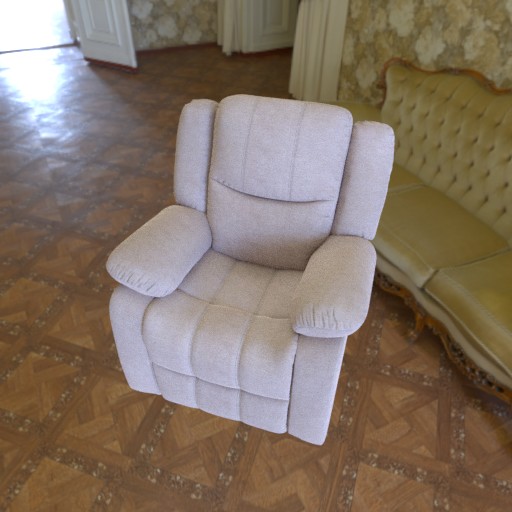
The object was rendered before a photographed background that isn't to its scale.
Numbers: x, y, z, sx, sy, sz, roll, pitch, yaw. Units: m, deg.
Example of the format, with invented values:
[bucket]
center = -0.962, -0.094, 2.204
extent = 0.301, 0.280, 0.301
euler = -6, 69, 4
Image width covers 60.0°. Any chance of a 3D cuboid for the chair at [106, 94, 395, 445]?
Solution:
[chair]
center = 0.000, 0.000, 1.734
extent = 0.899, 1.008, 0.944
euler = 12, 41, 14
